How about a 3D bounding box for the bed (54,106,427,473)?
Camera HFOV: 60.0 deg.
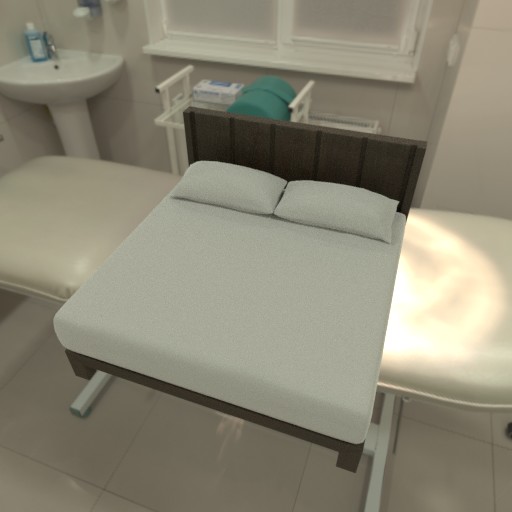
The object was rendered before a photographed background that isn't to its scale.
[{"bbox_3d":[0.000,0.000,3.466,2.143,1.261,2.238,13,42,15],"label":"bed"}]
